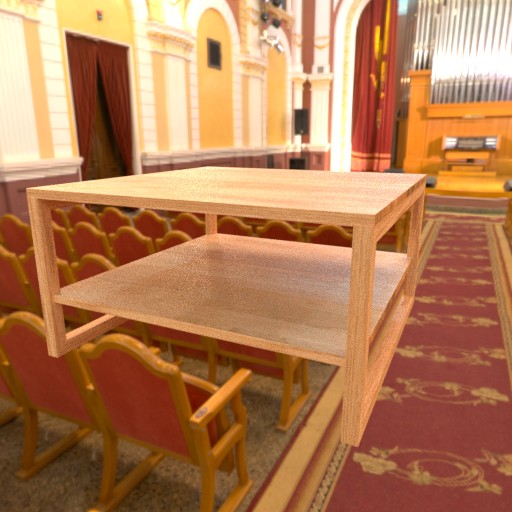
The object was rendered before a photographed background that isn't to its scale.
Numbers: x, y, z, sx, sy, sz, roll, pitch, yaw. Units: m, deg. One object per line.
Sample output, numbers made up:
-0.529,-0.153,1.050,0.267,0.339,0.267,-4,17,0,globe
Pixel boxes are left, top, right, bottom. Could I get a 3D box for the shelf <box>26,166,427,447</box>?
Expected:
0.000,0.000,1.419,0.899,0.480,0.899,7,17,25,shelf
